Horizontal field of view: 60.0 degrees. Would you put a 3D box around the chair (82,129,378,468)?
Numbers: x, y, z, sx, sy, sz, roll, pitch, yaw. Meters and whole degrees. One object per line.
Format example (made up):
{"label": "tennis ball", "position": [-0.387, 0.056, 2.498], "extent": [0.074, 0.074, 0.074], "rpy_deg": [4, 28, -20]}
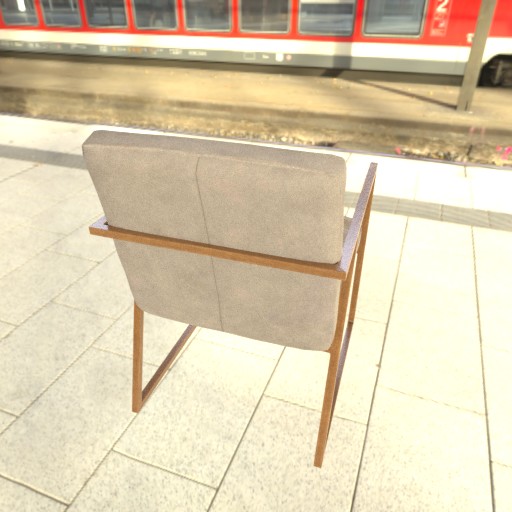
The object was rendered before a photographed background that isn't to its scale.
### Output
{"label": "chair", "position": [0.000, 0.000, 1.284], "extent": [0.578, 0.843, 0.682], "rpy_deg": [10, 33, 16]}
